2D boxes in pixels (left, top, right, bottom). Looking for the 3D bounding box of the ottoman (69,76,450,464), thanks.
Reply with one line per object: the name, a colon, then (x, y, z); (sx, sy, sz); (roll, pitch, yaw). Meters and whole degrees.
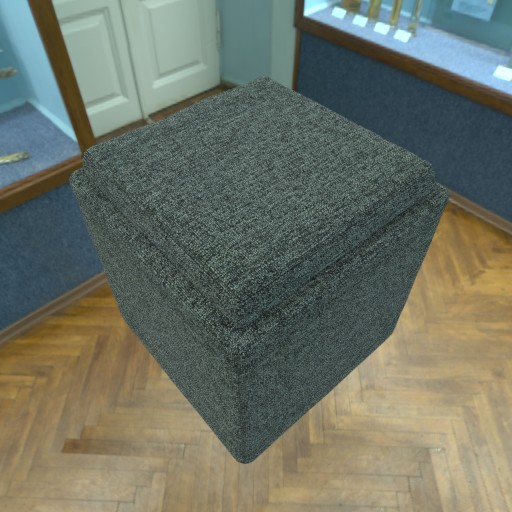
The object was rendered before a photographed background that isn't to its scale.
ottoman: (0.000, 0.000, 0.835); (0.450, 0.463, 0.450); (-33, 56, -26)
